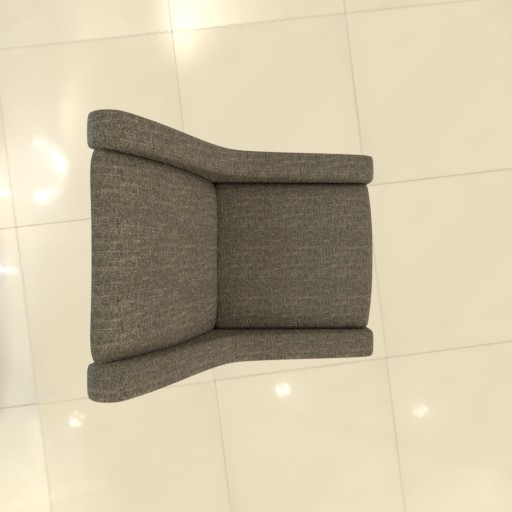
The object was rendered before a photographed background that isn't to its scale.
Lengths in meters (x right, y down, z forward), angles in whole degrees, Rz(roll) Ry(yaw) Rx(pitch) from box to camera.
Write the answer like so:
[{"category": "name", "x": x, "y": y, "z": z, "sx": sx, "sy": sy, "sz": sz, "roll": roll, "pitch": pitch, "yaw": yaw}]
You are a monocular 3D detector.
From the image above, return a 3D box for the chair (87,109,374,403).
[{"category": "chair", "x": 0.000, "y": 0.000, "z": 1.683, "sx": 0.944, "sy": 1.012, "sz": 0.793, "roll": 0, "pitch": 90, "yaw": -2}]
